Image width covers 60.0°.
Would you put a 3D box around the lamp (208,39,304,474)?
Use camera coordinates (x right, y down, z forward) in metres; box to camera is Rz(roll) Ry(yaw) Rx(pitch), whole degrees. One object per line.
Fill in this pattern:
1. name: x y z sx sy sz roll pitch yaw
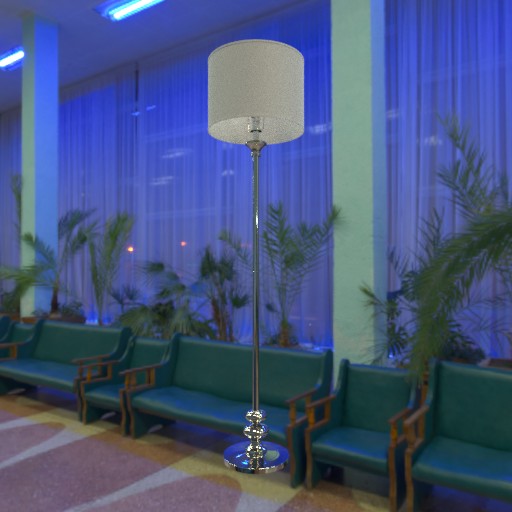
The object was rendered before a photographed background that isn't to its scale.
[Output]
1. lamp: 0.000 0.000 1.639 0.356 1.487 0.356 -1 -1 36
